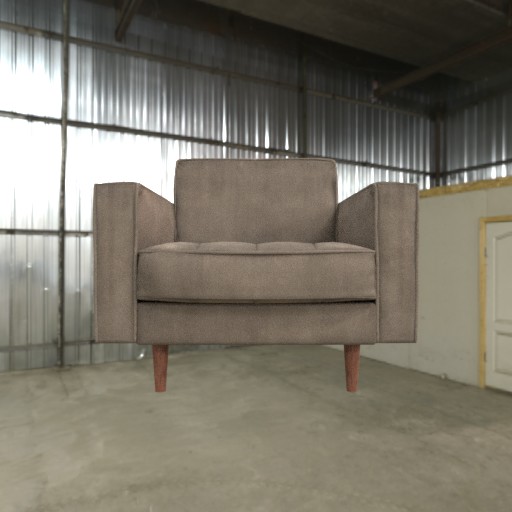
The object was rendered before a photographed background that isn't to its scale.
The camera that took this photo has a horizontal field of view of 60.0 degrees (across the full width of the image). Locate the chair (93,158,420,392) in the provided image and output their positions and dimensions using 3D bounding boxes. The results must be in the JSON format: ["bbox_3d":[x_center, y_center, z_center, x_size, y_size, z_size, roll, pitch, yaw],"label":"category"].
[{"bbox_3d":[0.000,0.000,1.546,0.928,0.773,0.843,0,1,0],"label":"chair"}]
